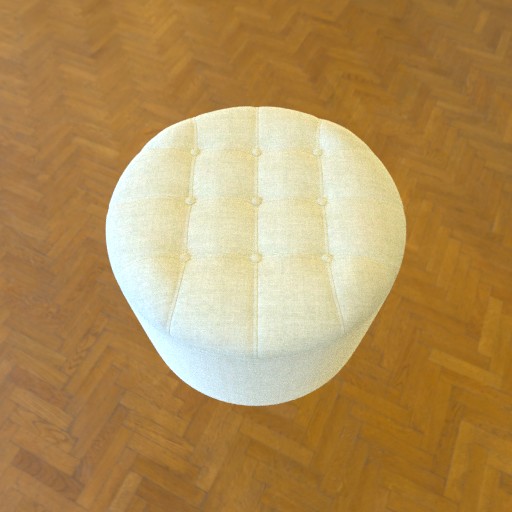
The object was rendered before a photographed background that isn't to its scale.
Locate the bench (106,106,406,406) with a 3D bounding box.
[{"bbox_3d":[0.000,0.000,1.039,0.600,0.453,0.600,0,59,0],"label":"bench"}]
